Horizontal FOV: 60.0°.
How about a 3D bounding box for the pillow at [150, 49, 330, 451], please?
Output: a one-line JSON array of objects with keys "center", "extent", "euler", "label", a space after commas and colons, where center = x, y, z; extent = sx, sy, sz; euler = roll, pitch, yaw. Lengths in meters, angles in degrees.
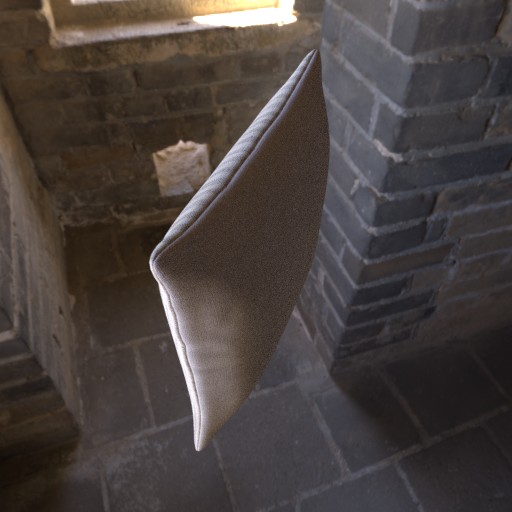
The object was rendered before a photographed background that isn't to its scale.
[{"center": [0.000, 0.000, 0.760], "extent": [0.166, 0.510, 0.523], "euler": [17, 49, 15], "label": "pillow"}]
